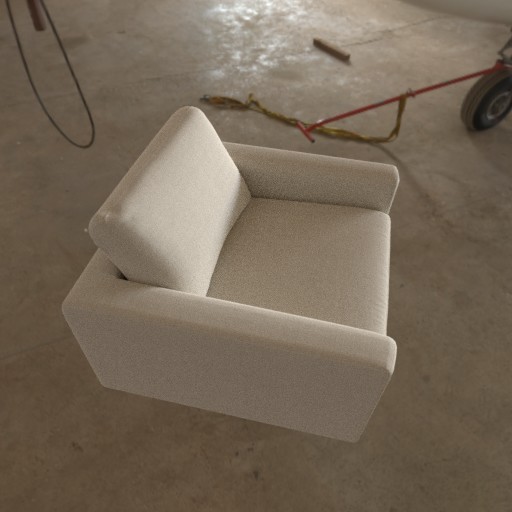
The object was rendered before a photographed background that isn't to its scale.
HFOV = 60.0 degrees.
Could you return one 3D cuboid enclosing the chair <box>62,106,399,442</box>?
[{"bbox_3d":[0.000,0.000,1.857,1.100,0.876,1.070,9,48,9],"label":"chair"}]
